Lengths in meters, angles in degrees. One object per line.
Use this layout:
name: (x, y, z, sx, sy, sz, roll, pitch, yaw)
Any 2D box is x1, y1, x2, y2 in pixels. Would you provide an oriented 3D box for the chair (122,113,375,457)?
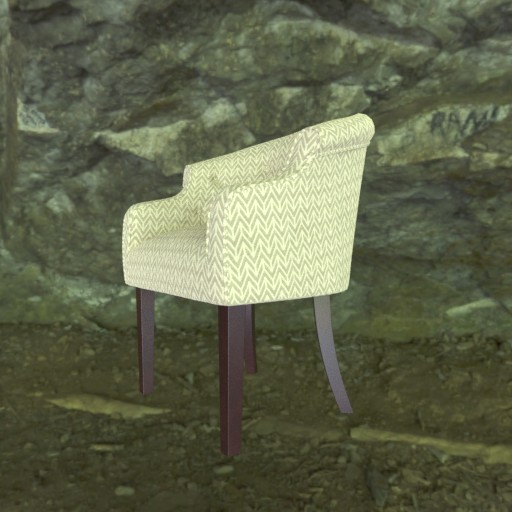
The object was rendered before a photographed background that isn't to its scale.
chair: (0.000, 0.000, 1.317, 0.613, 0.858, 0.686, -1, 2, -36)
